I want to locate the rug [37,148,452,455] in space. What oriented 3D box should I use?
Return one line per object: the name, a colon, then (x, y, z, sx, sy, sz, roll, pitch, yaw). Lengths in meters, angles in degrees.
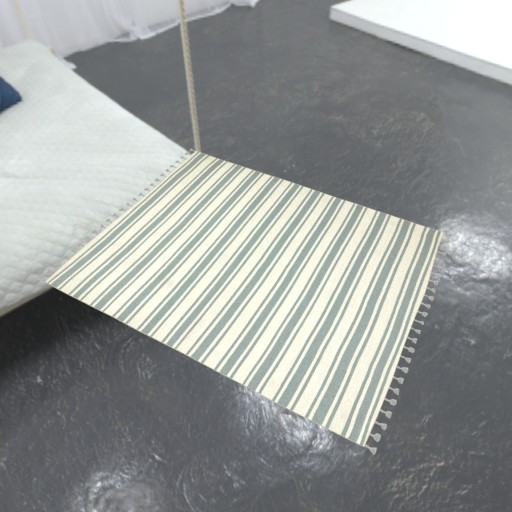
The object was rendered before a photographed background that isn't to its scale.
rug: (0.000, 0.000, 4.210, 3.201, 0.005, 2.439, 22, 50, 20)
